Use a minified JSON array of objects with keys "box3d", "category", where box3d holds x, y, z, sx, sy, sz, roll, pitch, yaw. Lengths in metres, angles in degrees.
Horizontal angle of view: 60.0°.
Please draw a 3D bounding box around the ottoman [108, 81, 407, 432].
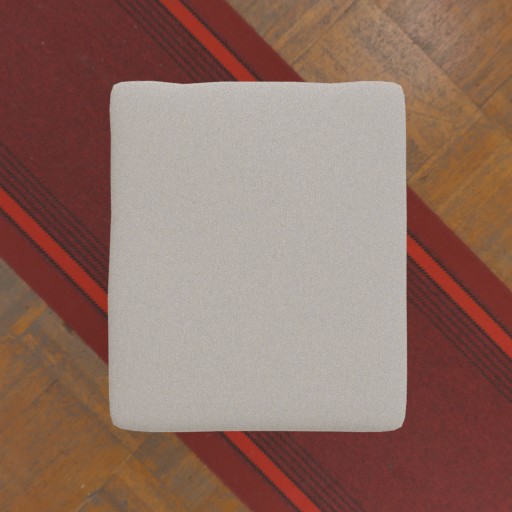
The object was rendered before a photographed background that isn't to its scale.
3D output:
[{"box3d":[0.000,0.000,1.410,0.836,0.492,0.976,0,90,0],"category":"ottoman"}]
